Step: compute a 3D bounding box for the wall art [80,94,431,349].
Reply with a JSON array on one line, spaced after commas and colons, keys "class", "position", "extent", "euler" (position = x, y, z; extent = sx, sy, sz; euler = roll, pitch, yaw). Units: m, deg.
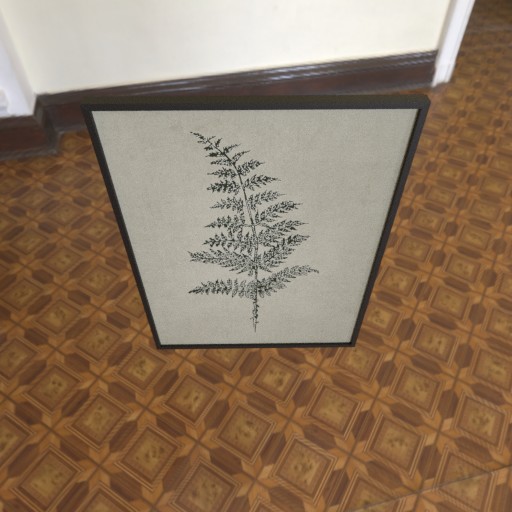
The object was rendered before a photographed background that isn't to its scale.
[{"class": "wall art", "position": [0.000, 0.000, 1.417], "extent": [0.802, 1.070, 0.036], "euler": [-1, 47, -1]}]
